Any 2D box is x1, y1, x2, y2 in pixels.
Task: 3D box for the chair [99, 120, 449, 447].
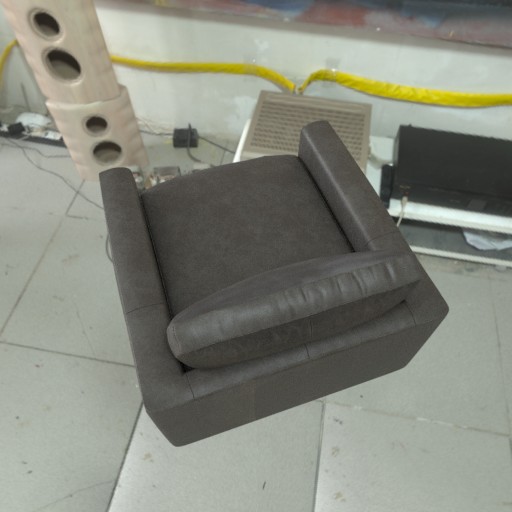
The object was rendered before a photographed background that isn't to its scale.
[{"bbox_3d":[0.000,0.000,1.825,1.106,0.807,1.080,-16,57,-10],"label":"chair"}]
